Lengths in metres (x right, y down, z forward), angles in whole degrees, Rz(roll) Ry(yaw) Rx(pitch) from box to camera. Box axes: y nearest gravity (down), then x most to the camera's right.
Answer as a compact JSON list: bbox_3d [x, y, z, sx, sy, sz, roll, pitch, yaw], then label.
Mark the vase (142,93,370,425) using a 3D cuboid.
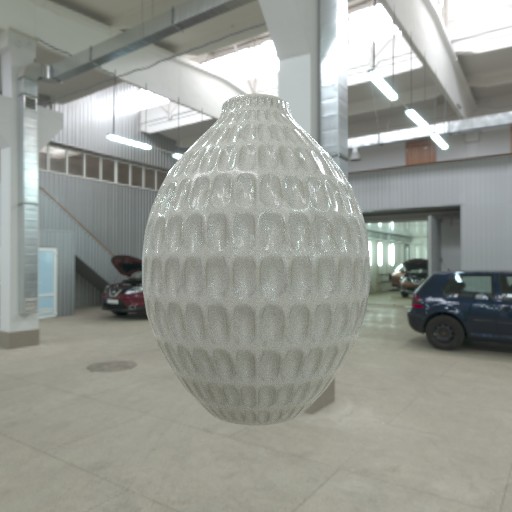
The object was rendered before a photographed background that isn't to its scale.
[{"bbox_3d":[0.000,0.000,0.324,0.162,0.223,0.162,0,-1,0],"label":"vase"}]
